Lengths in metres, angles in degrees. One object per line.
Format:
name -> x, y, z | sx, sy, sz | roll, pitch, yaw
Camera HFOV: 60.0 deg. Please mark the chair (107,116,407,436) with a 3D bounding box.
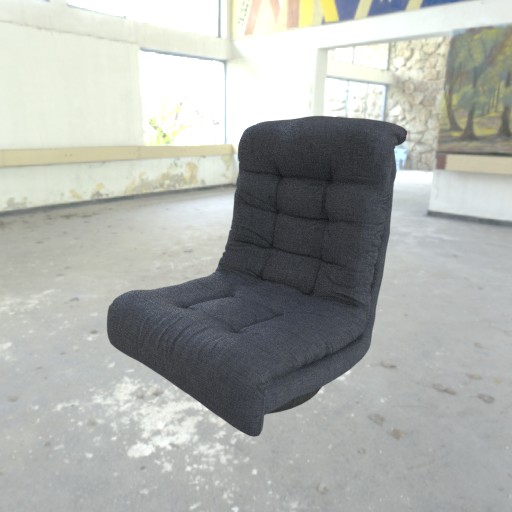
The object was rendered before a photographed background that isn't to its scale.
chair -> 0.000, 0.000, 1.225 | 0.597, 0.749, 0.668 | 15, 22, 42
